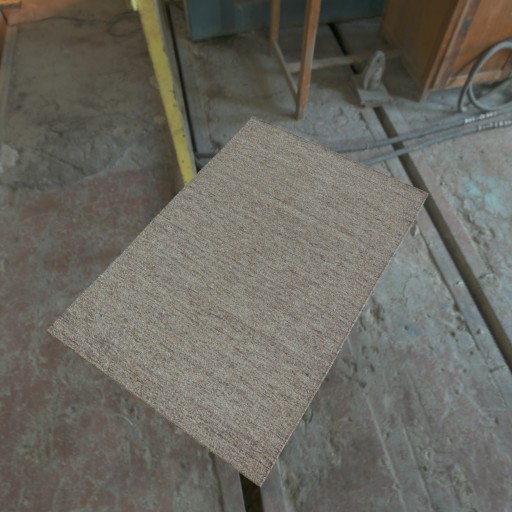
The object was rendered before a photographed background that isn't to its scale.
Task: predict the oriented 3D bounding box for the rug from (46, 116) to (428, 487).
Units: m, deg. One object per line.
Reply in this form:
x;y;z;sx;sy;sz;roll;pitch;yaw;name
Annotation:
0.000;0.000;2.960;1.547;0.013;2.283;29;62;17;rug
